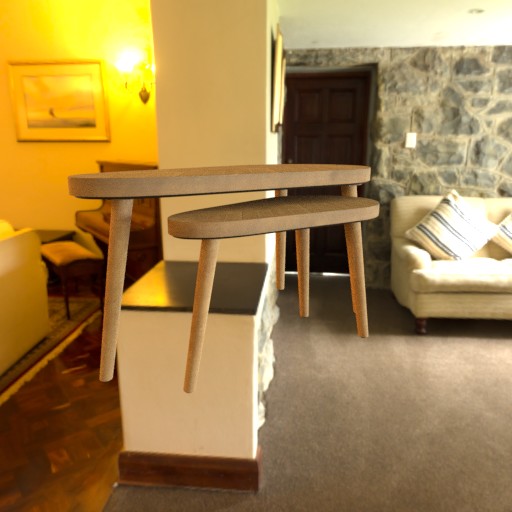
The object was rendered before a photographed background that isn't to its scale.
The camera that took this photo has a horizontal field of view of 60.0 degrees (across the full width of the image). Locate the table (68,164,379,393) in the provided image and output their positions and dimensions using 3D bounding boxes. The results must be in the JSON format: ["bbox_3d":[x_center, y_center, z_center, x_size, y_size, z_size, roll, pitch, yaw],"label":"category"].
[{"bbox_3d":[0.000,0.000,1.562,1.190,0.595,0.701,-13,19,-43],"label":"table"}]
